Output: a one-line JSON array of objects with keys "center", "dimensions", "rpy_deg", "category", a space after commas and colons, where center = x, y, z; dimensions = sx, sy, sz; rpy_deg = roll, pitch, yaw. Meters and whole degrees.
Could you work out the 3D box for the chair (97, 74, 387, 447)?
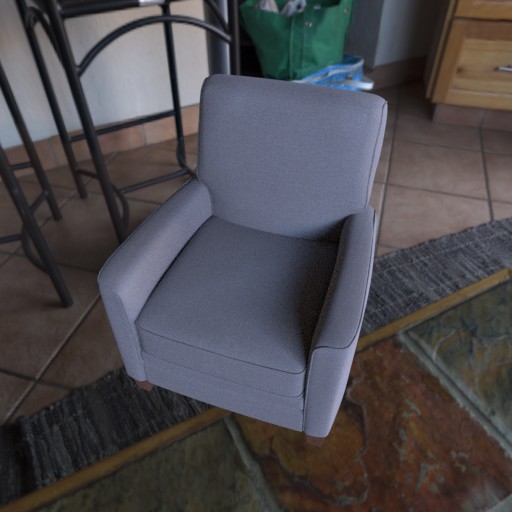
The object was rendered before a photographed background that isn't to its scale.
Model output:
[{"center": [0.000, 0.000, 1.638], "dimensions": [0.845, 1.023, 0.859], "rpy_deg": [13, 44, 14], "category": "chair"}]
